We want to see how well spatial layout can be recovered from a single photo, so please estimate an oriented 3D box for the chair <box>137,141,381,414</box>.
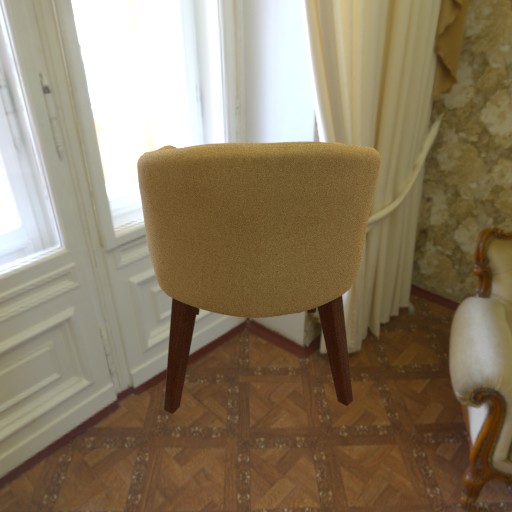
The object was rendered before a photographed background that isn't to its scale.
[{"bbox_3d":[0.000,0.000,1.273,0.583,0.811,0.655,-1,29,-2],"label":"chair"}]
